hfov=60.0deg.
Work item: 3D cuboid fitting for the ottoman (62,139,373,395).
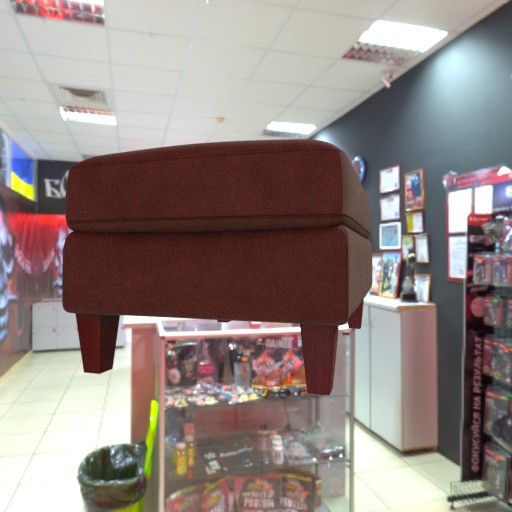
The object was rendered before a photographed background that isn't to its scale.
[{"bbox_3d":[0.000,0.000,1.210,0.584,0.483,0.864,0,0,17],"label":"ottoman"}]
